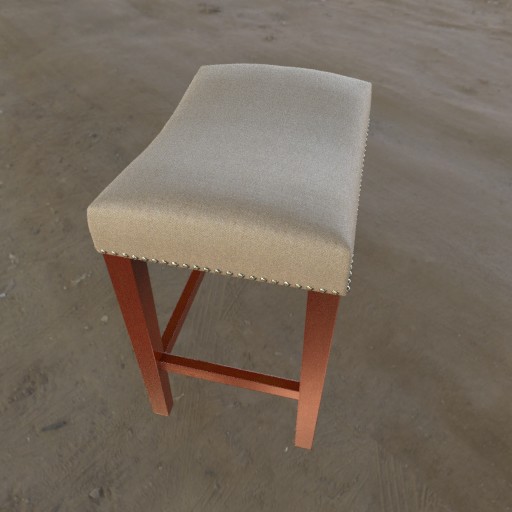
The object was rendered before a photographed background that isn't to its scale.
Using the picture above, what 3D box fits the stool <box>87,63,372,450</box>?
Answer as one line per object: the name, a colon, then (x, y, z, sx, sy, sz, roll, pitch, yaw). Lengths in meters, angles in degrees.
stool: (0.000, 0.000, 0.944, 0.375, 0.632, 0.509, 10, 46, 9)
